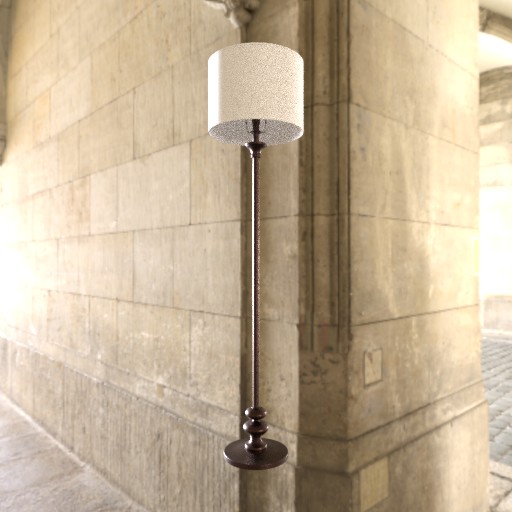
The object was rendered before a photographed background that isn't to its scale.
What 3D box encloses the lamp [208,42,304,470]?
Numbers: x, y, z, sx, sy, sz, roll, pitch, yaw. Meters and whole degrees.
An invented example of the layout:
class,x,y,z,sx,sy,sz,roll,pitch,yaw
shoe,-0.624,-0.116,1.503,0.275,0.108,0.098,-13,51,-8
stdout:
class,x,y,z,sx,sy,sz,roll,pitch,yaw
lamp,0.000,0.000,1.663,0.356,1.487,0.356,0,0,1
